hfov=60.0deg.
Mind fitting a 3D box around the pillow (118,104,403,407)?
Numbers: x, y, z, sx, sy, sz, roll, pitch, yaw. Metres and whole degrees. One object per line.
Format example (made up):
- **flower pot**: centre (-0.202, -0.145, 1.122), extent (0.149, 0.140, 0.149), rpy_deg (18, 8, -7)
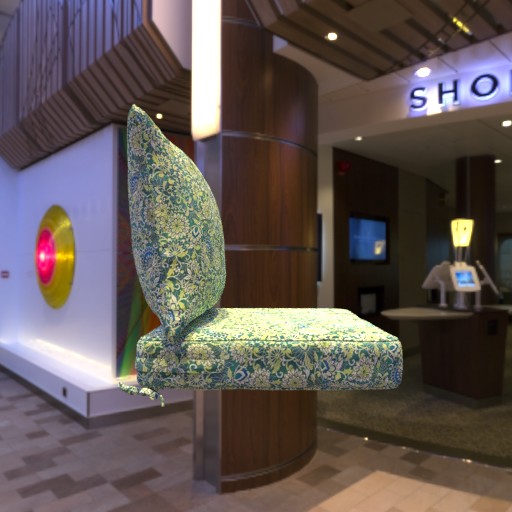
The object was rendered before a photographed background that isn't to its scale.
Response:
- **pillow**: centre (0.000, 0.000, 1.420), extent (0.740, 0.722, 0.798), rpy_deg (0, -1, 1)
